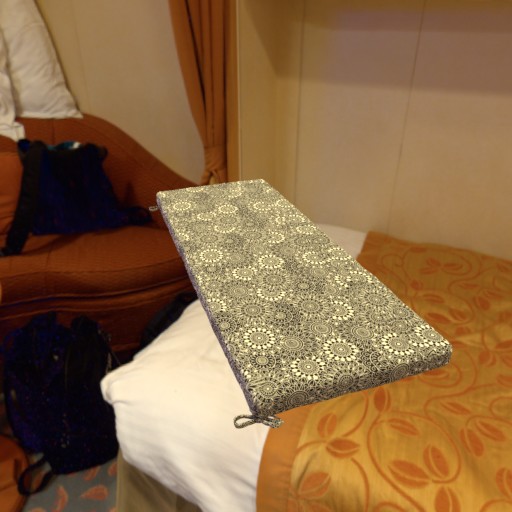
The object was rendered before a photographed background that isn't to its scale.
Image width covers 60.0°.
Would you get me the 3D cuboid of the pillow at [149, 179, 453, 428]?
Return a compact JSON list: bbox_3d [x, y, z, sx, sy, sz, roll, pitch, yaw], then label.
[{"bbox_3d":[0.000,0.000,1.349,0.492,0.081,1.187,-10,31,-18],"label":"pillow"}]
